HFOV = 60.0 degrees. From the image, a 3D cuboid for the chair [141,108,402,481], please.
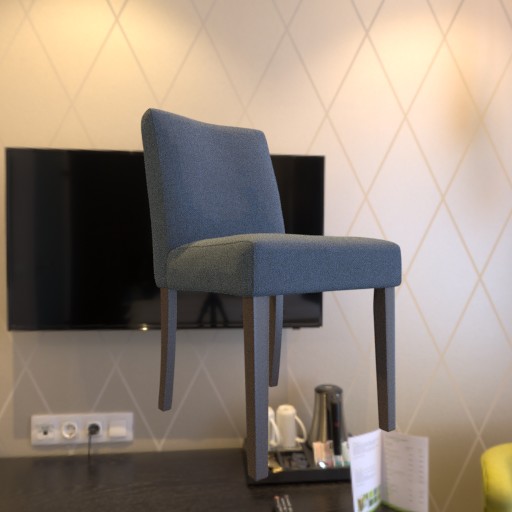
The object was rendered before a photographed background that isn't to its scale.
[{"bbox_3d":[0.000,0.000,1.236,0.487,0.882,0.629,0,0,-36],"label":"chair"}]
